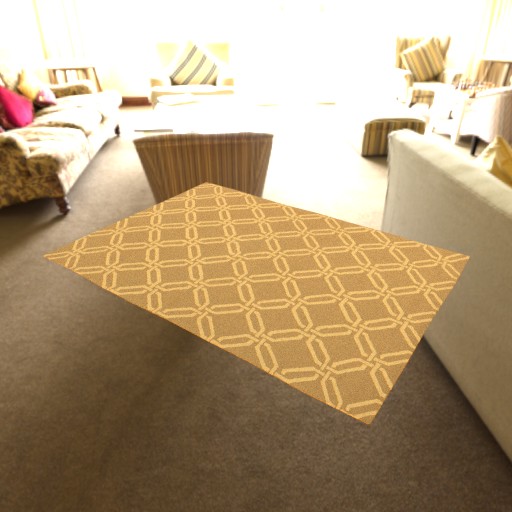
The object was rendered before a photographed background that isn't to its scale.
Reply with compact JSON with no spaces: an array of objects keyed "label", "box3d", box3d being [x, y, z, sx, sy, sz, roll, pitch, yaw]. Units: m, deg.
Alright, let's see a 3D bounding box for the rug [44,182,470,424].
[{"label":"rug","box3d":[0.000,0.000,2.704,2.135,0.013,1.524,20,36,30]}]
